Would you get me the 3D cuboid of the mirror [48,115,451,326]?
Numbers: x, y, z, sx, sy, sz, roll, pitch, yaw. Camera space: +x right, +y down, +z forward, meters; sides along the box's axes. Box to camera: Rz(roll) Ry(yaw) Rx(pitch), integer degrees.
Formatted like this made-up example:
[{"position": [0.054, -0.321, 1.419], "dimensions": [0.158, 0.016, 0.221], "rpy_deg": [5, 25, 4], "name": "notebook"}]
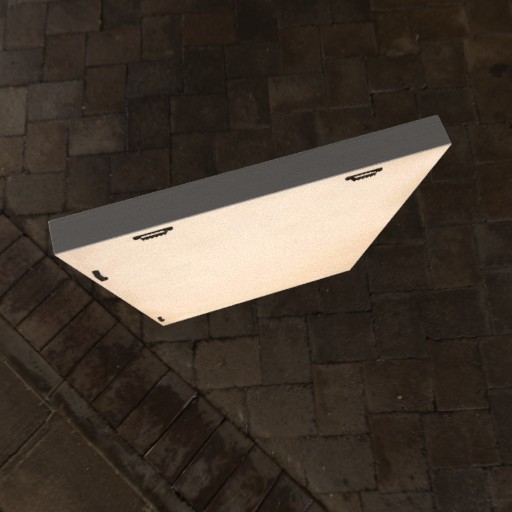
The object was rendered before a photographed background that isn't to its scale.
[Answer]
[{"position": [0.000, 0.000, 0.680], "dimensions": [0.405, 0.508, 0.041], "rpy_deg": [-16, 74, -5], "name": "mirror"}]
